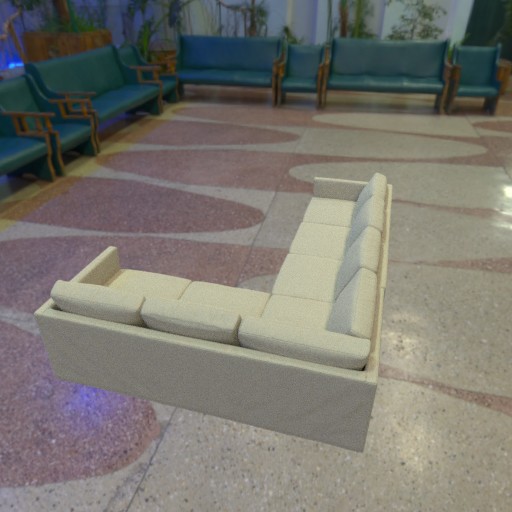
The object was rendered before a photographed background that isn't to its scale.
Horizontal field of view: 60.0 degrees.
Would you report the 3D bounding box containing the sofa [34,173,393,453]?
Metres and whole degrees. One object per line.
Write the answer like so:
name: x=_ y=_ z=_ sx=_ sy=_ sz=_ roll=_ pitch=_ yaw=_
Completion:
sofa: x=0.000 y=0.000 z=4.311 sx=2.432 sy=0.871 sz=3.182 roll=9 pitch=33 yaw=14
